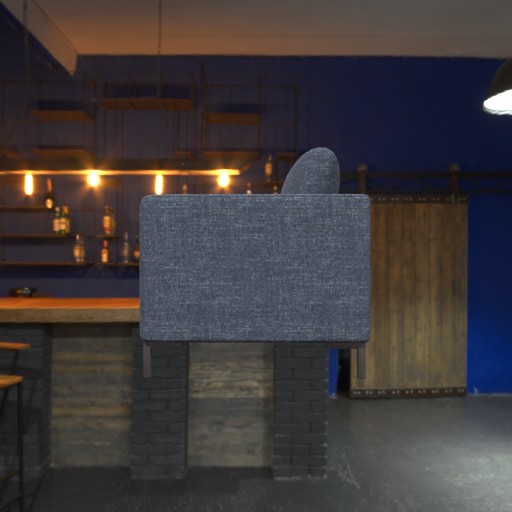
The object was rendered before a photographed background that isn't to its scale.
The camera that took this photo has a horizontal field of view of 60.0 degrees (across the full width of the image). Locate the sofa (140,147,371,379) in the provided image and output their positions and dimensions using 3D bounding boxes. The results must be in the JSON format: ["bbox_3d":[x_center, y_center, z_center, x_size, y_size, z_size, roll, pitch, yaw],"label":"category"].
[{"bbox_3d":[0.000,0.000,2.693,0.859,0.874,2.218,0,0,1],"label":"sofa"}]
